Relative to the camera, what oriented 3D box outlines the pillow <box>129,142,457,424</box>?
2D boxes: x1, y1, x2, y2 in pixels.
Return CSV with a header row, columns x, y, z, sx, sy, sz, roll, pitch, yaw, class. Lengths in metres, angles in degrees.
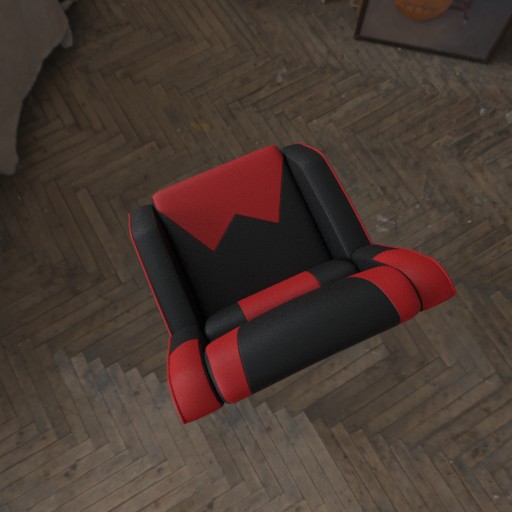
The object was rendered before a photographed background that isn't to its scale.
x,y,z,sx,sy,sz,roll,pitch,yaw,class
0.000,0.000,1.294,0.620,0.805,0.672,-24,76,-6,pillow
